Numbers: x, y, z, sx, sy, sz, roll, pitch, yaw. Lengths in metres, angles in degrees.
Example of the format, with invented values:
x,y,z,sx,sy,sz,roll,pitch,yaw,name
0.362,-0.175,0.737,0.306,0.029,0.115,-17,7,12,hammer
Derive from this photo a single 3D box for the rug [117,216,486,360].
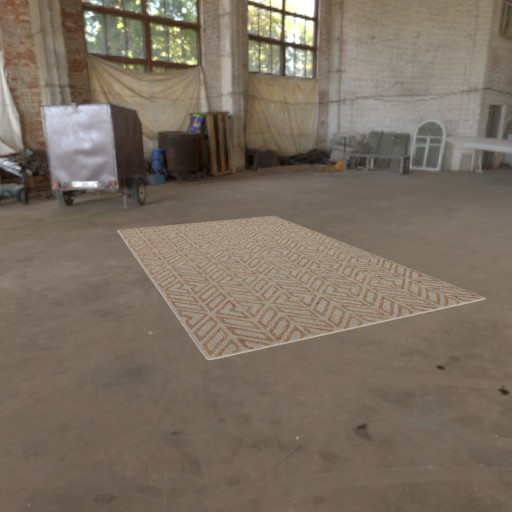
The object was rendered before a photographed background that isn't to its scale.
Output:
x,y,z,sx,sy,sz,roll,pitch,yaw,name
0.000,0.000,3.056,1.523,0.008,2.438,-7,18,-24,rug
